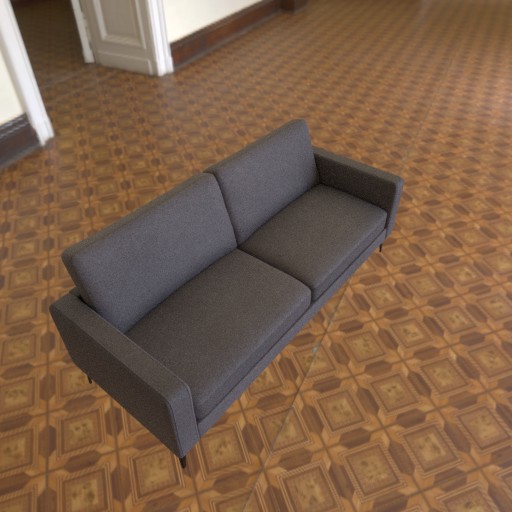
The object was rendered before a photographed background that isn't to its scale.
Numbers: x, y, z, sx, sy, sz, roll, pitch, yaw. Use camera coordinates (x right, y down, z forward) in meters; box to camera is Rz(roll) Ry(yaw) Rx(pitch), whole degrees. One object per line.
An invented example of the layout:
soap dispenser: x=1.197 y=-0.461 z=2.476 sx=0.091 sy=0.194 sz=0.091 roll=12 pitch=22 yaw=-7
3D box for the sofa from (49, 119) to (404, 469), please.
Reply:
sofa: x=0.000 y=0.000 z=2.384 sx=0.774 sy=0.828 sz=1.925 roll=28 pitch=49 yaw=28
